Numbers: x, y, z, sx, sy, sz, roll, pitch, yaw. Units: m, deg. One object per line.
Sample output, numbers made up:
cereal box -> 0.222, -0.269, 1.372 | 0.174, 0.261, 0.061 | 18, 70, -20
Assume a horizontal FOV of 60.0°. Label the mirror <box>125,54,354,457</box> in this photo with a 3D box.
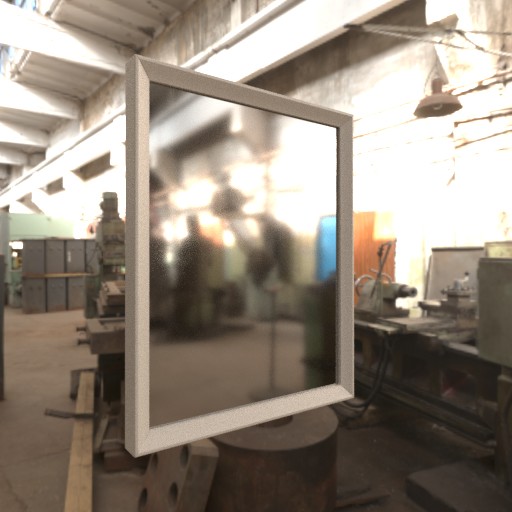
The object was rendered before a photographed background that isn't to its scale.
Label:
mirror -> 0.000, 0.000, 0.693 | 0.406, 0.509, 0.041 | 0, 0, -36
